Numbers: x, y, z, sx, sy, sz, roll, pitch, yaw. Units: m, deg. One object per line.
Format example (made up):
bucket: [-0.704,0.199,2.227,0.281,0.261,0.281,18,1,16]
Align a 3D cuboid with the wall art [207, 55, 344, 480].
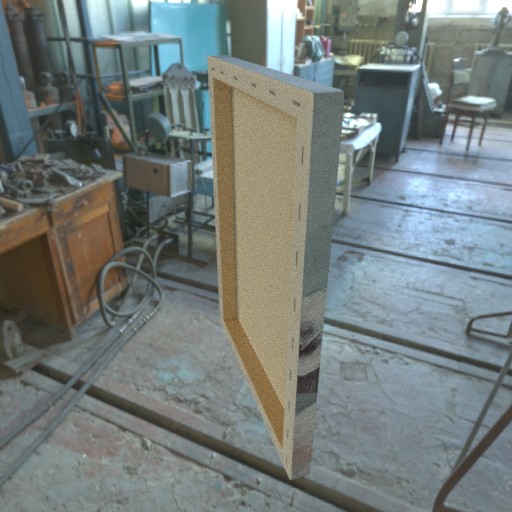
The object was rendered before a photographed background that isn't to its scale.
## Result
wall art: [0.000,0.000,0.781,0.037,0.613,0.455,-9,30,-16]
